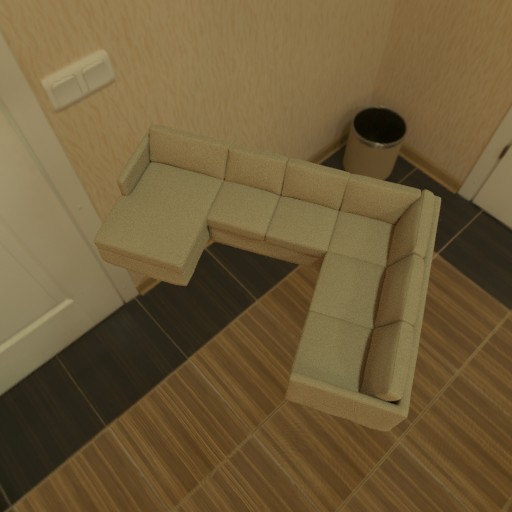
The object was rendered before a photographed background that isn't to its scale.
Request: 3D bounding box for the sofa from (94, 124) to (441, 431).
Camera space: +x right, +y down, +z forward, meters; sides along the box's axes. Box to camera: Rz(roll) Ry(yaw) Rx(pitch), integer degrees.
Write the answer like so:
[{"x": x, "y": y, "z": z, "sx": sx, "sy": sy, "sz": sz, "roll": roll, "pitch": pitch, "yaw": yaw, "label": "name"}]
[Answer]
[{"x": 0.000, "y": 0.000, "z": 4.729, "sx": 3.528, "sy": 0.878, "sz": 2.476, "roll": 16, "pitch": 61, "yaw": 9, "label": "sofa"}]
